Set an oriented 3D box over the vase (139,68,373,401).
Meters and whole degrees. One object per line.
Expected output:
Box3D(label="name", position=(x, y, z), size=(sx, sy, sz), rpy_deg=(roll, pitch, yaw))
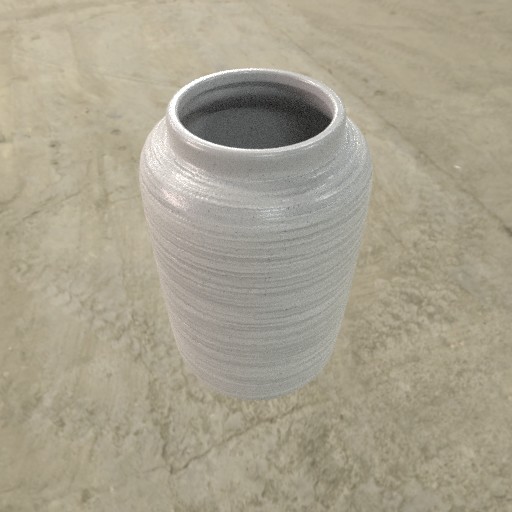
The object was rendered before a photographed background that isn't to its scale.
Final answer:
Box3D(label="vase", position=(0.000, 0.000, 0.462), size=(0.202, 0.335, 0.202), rpy_deg=(0, 46, 0))
